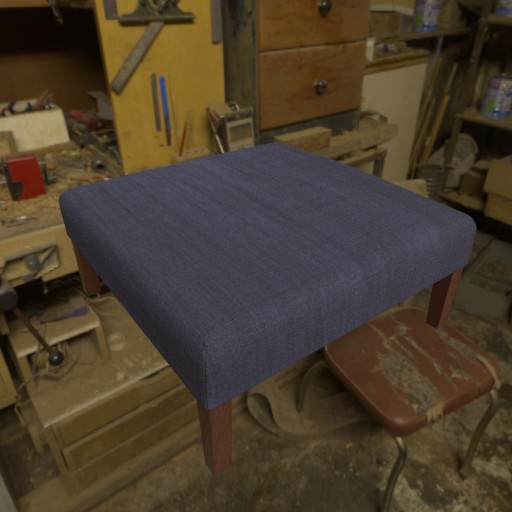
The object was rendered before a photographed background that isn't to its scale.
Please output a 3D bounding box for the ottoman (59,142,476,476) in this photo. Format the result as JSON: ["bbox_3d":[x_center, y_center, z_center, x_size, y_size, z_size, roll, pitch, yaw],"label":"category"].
[{"bbox_3d":[0.000,0.000,1.382,0.889,0.411,0.890,-21,37,-31],"label":"ottoman"}]
